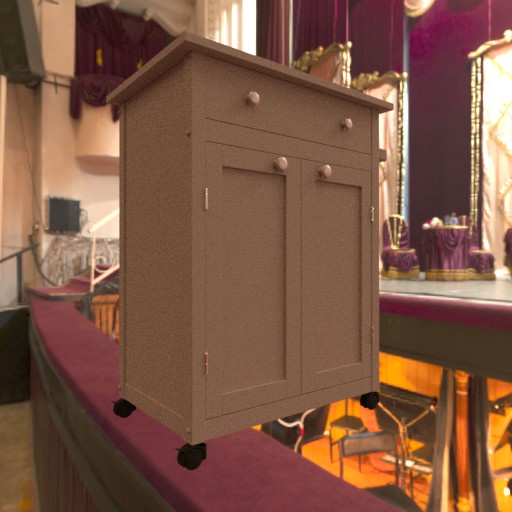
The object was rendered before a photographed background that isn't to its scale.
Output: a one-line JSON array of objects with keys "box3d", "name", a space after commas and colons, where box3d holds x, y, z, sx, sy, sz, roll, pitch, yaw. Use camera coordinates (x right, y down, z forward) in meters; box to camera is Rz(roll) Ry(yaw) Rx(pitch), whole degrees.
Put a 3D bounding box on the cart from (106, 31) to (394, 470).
[{"box3d": [0.000, 0.000, 1.234, 0.683, 0.864, 0.442, 0, 0, -38], "name": "cart"}]
